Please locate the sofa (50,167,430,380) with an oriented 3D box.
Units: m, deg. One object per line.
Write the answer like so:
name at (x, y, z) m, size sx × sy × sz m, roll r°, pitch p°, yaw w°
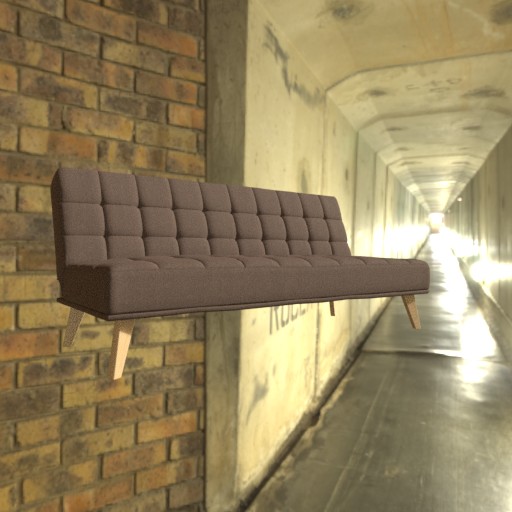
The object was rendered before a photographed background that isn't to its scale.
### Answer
sofa at (0.000, 0.000, 2.277) m, size 1.800 × 0.810 × 0.860 m, roll 0°, pitch 0°, yaw -36°
